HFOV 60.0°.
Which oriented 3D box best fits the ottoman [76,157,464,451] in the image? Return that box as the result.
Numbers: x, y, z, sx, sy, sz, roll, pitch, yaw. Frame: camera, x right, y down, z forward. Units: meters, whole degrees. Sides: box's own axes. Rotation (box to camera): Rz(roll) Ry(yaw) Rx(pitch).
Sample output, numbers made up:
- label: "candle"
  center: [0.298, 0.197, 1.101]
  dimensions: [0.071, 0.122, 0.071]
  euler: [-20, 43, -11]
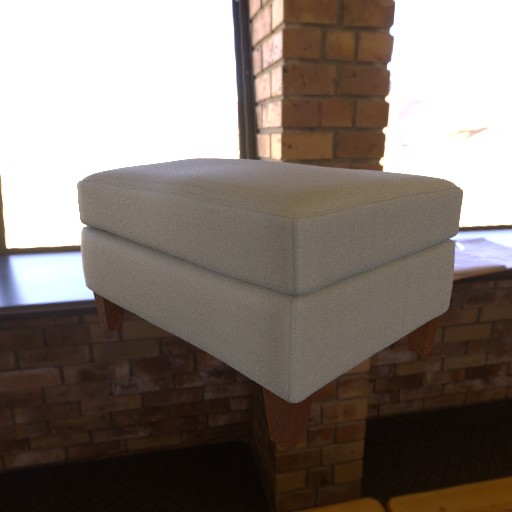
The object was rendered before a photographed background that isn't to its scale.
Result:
- label: "ottoman"
  center: [0.000, 0.000, 1.174]
  dimensions: [0.634, 0.496, 0.818]
  euler: [-14, 21, -42]
